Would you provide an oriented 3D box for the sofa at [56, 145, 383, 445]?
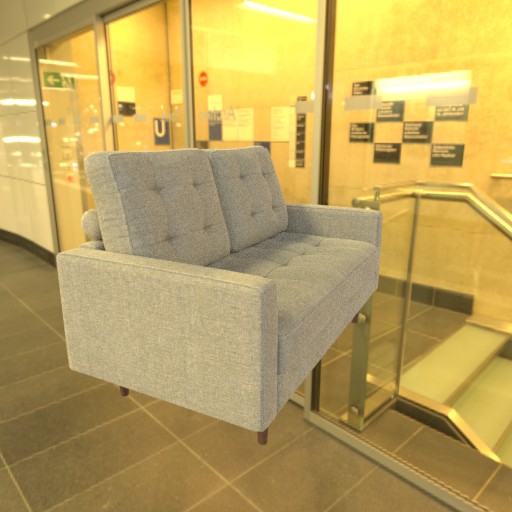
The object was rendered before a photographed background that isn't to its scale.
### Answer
[{"bbox_3d":[0.000,0.000,1.922,0.842,0.907,1.407,8,17,27],"label":"sofa"}]
